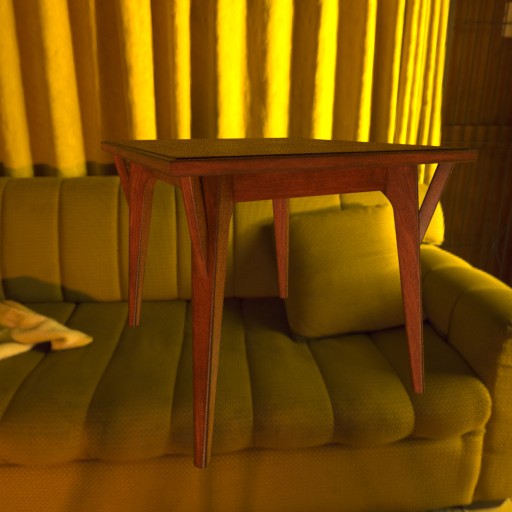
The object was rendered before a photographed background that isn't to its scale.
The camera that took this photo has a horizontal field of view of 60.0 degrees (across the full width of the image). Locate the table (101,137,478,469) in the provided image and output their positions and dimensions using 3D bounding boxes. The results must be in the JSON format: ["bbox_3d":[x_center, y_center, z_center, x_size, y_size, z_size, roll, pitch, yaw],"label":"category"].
[{"bbox_3d":[0.000,0.000,1.544,0.838,0.761,0.991,-8,18,-25],"label":"table"}]
